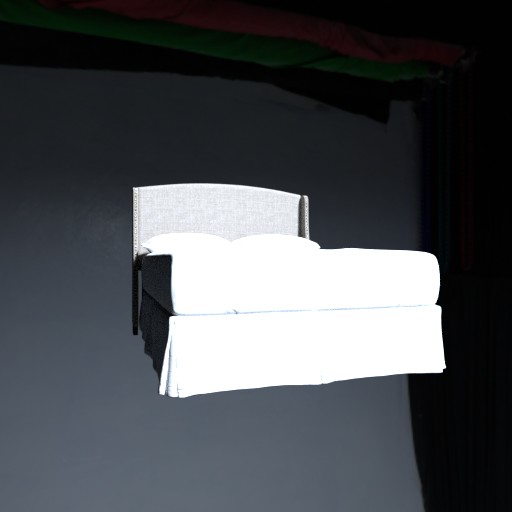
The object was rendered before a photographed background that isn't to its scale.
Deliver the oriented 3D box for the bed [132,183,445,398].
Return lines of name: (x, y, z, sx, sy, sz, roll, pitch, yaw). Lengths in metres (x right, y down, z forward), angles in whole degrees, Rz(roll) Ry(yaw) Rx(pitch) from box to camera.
bed: (0.000, 0.000, 3.354, 1.710, 1.407, 2.237, 0, 0, -18)
